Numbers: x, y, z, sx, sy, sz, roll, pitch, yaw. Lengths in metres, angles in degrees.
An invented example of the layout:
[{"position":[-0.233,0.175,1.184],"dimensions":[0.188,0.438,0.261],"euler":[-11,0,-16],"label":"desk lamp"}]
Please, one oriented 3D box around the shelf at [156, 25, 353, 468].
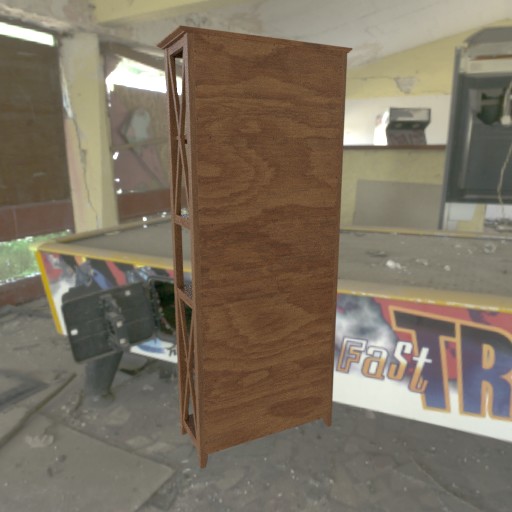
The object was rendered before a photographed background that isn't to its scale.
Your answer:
[{"position":[0.000,0.000,2.177],"dimensions":[0.805,1.905,0.335],"euler":[-6,14,-26],"label":"shelf"}]
